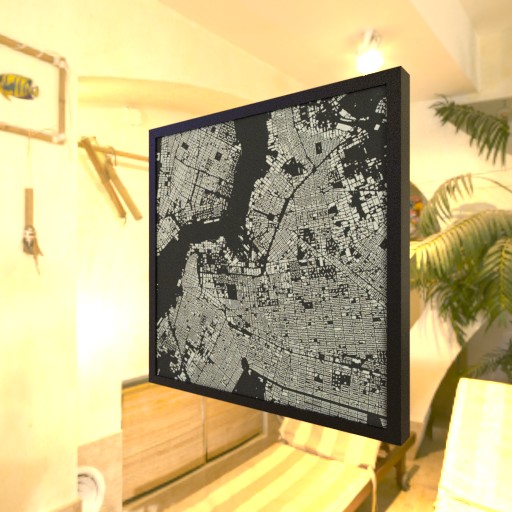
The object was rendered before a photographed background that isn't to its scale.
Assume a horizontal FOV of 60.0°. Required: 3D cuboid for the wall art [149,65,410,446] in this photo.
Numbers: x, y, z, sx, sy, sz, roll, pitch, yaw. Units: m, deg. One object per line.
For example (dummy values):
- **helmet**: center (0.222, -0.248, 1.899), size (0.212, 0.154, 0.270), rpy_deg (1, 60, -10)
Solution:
- **wall art**: center (0.000, 0.000, 0.753), size (0.506, 0.506, 0.038), rpy_deg (0, 0, 36)
